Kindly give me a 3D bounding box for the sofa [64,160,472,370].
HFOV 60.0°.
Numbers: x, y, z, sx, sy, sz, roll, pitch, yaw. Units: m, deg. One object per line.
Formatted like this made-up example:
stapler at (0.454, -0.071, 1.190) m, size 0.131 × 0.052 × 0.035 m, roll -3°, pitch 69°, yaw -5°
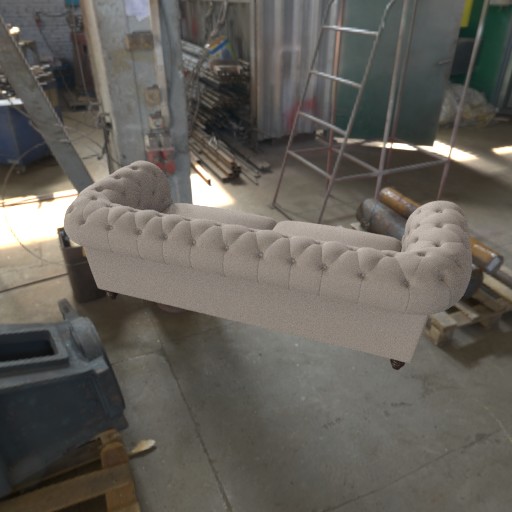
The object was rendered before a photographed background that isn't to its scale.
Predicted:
sofa at (0.000, 0.000, 2.800) m, size 2.411 × 0.749 × 0.991 m, roll 11°, pitch 33°, yaw 17°
